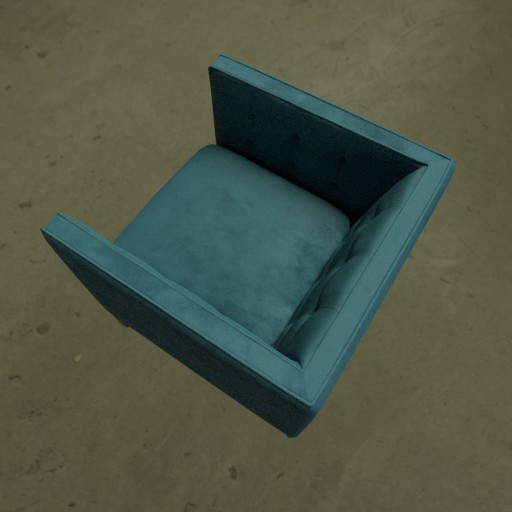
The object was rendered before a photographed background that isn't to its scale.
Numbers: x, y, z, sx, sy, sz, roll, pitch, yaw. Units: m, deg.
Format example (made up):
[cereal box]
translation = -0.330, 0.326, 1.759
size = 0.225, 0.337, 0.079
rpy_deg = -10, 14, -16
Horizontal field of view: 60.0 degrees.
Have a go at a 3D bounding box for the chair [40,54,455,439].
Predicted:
[chair]
translation = 0.000, 0.000, 1.593
size = 0.894, 0.790, 0.880
rpy_deg = 30, 66, 15
